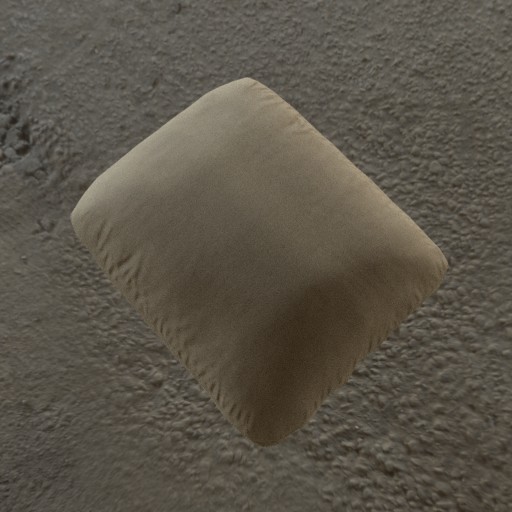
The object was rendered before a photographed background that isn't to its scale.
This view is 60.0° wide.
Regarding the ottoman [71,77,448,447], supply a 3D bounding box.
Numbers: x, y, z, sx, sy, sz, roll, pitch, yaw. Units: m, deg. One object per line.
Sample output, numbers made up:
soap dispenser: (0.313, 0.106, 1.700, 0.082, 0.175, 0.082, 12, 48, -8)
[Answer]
ottoman: (0.000, 0.000, 1.090, 0.584, 0.480, 0.712, -41, 79, -10)
